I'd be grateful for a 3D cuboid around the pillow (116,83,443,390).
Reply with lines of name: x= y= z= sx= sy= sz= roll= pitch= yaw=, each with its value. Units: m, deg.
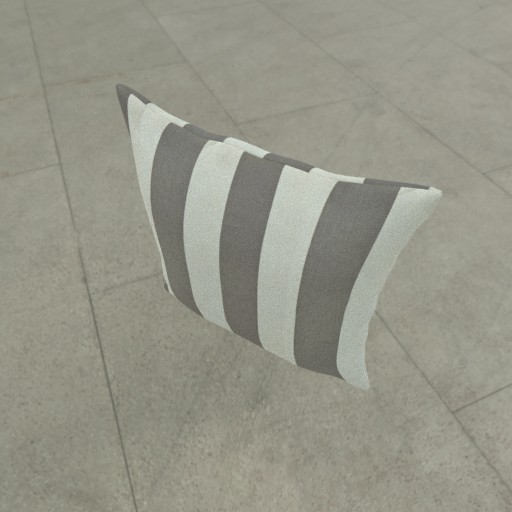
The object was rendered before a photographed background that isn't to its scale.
pillow: x=0.000 y=0.000 z=0.794 sx=0.522 sy=0.507 sz=0.192 roll=24 pitch=52 yaw=21
